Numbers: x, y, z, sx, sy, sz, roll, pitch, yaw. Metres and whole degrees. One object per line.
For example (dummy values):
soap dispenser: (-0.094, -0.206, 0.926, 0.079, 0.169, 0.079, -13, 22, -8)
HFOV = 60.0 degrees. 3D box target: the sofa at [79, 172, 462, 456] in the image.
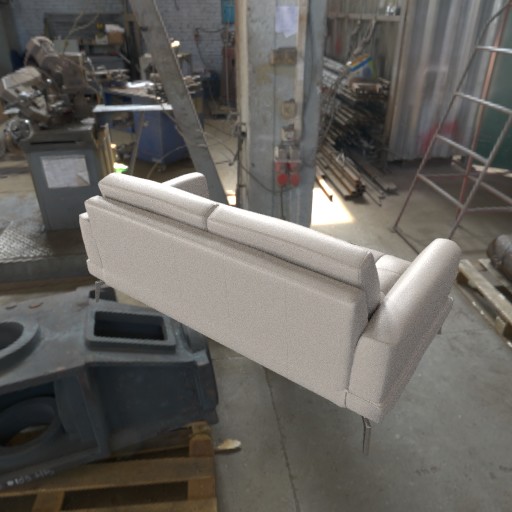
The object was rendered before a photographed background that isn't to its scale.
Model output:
sofa: (0.000, 0.000, 2.741, 2.177, 0.930, 1.121, 20, 35, 31)
